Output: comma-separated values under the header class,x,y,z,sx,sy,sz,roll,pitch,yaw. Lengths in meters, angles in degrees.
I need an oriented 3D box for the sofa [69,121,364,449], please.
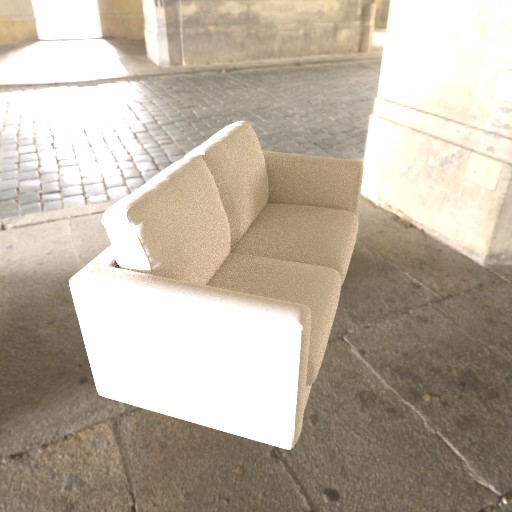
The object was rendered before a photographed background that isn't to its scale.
class,x,y,z,sx,sy,sz,roll,pitch,yaw
sofa,0.000,0.000,1.988,0.796,0.908,1.430,10,33,16
